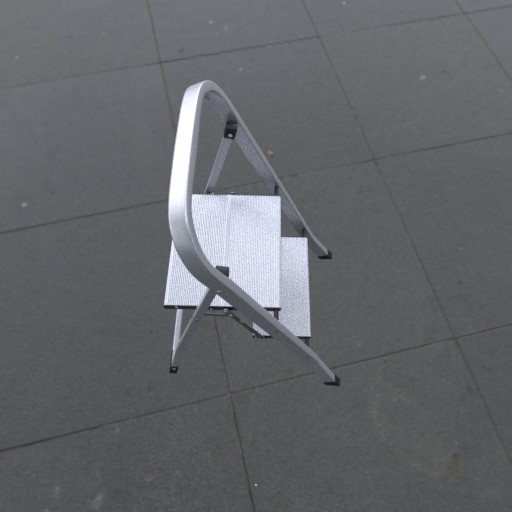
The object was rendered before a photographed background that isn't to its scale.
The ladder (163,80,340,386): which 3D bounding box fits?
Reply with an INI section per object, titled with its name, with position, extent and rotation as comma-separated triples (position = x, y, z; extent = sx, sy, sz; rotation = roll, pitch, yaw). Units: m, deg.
[ladder]
position = 0.000, 0.000, 1.109
extent = 0.530, 0.830, 0.465
rotation = 1, 63, 1
